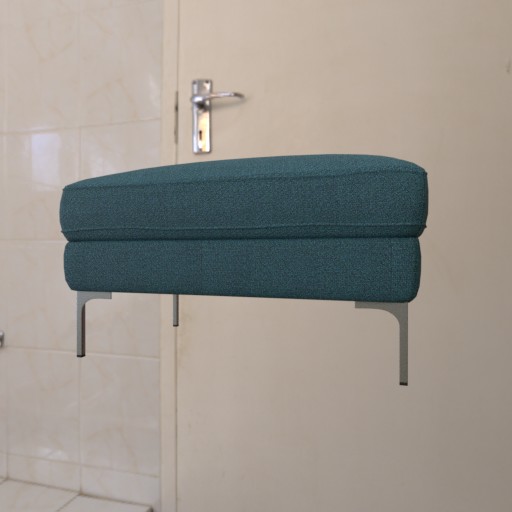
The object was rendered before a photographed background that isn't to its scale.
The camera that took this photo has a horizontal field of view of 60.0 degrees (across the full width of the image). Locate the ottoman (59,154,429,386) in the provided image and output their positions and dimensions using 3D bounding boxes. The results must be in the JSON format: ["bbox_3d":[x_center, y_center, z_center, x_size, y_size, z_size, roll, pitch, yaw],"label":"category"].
[{"bbox_3d":[0.000,0.000,1.210,0.856,0.498,0.563,0,0,18],"label":"ottoman"}]
